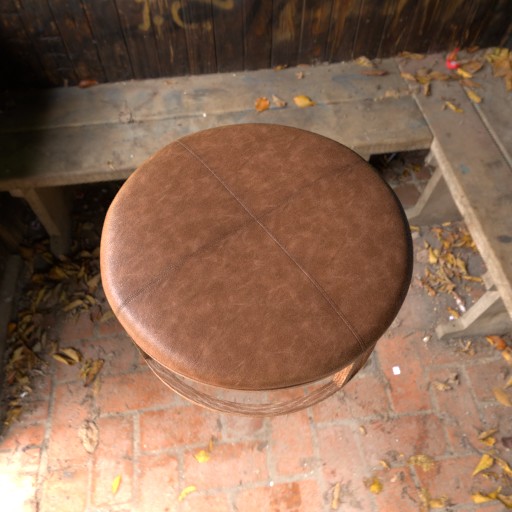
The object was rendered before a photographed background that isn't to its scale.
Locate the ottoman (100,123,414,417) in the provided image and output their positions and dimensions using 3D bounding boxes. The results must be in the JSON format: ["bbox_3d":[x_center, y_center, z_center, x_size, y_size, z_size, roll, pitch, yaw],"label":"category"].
[{"bbox_3d":[0.000,0.000,1.555,1.006,0.445,1.006,0,58,0],"label":"ottoman"}]
